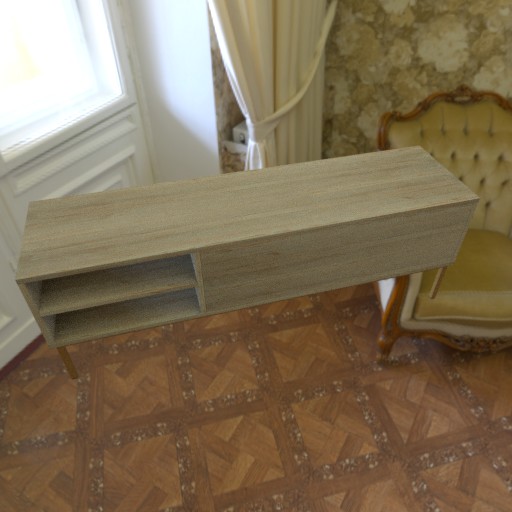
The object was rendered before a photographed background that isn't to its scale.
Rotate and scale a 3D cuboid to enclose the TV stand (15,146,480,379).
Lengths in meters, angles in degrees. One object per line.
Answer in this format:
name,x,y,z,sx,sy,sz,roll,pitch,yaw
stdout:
TV stand,0.000,0.000,1.808,1.600,0.550,0.420,-10,43,-12
